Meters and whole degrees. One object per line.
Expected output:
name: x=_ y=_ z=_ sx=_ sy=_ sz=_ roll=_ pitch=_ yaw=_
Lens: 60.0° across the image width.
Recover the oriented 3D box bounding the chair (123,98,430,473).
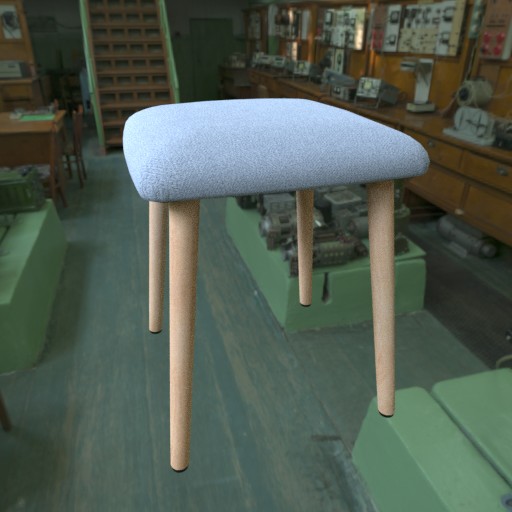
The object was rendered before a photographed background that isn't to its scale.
chair: x=0.000 y=0.000 z=0.686 sx=0.350 sy=0.440 sz=0.350 roll=-8 pitch=28 yaw=-15
